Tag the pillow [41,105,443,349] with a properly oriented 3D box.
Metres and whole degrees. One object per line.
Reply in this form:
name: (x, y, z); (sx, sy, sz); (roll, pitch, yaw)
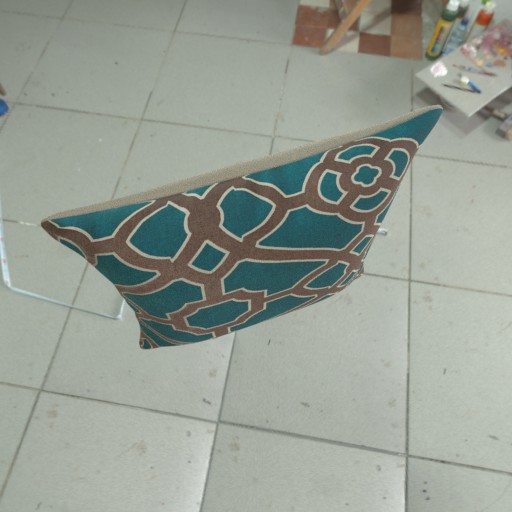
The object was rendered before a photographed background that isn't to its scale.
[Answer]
pillow: (0.000, 0.000, 0.766); (0.526, 0.507, 0.166); (-18, 65, -9)
